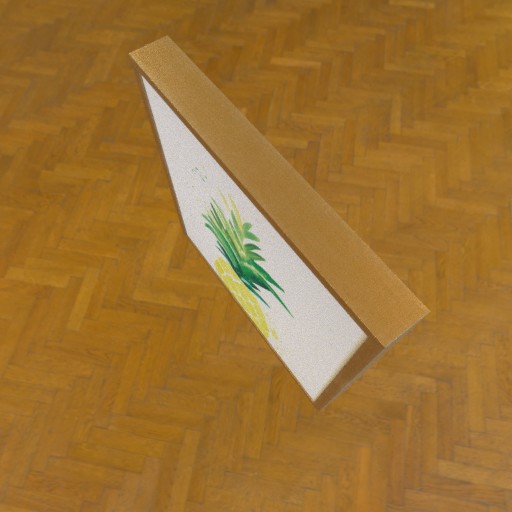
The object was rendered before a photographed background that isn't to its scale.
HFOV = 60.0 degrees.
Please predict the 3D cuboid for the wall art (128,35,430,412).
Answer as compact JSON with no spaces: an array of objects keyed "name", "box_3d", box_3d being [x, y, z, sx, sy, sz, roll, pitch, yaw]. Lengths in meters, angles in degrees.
[{"name":"wall art","box_3d":[0.000,0.000,0.454,0.038,0.305,0.306,-33,68,-15]}]
